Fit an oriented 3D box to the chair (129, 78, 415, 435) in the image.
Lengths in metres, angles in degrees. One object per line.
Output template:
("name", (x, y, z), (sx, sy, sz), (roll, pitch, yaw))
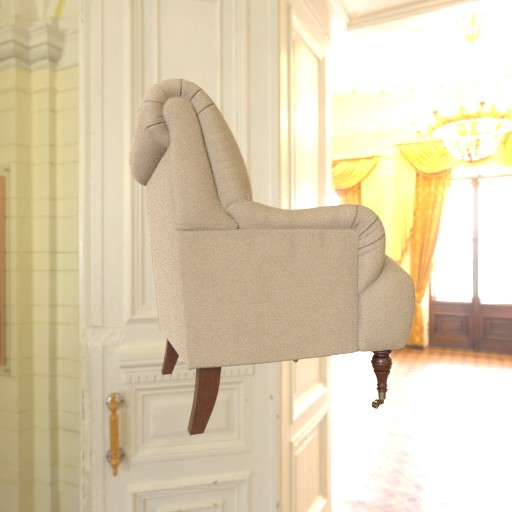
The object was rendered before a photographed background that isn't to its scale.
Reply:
("chair", (0.000, 0.000, 1.568), (0.842, 0.942, 0.766), (0, 0, -19))
